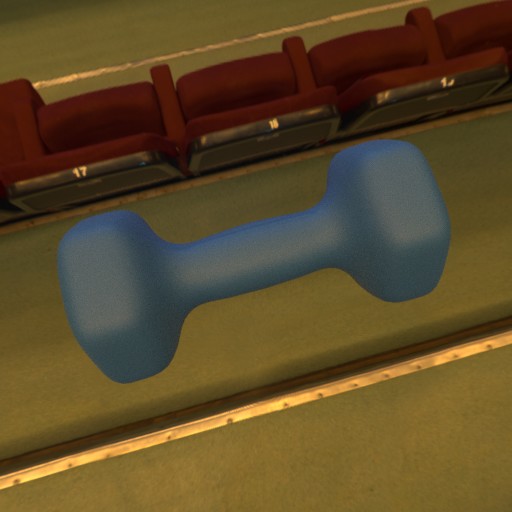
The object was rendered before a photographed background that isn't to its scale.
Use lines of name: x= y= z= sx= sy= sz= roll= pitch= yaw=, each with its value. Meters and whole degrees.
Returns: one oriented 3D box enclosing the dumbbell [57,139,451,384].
dumbbell: x=0.000 y=0.000 z=0.264 sx=0.212 sy=0.093 sz=0.103 roll=-15 pitch=77 yaw=-4
